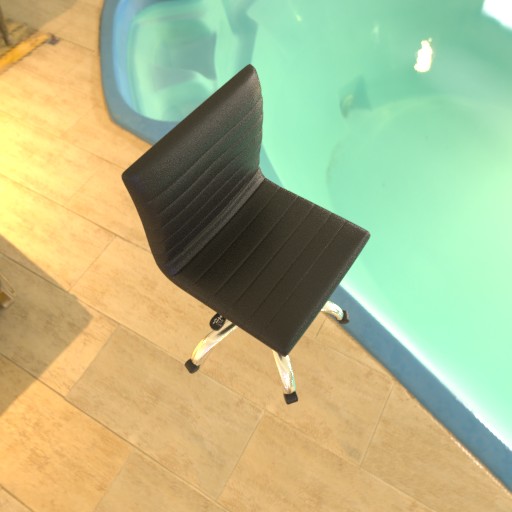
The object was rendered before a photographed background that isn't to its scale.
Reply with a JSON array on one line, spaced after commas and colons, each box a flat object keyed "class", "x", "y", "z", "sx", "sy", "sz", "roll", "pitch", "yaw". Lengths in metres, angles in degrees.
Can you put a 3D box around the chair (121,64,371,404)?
[{"class": "chair", "x": 0.000, "y": 0.000, "z": 1.145, "sx": 0.530, "sy": 0.780, "sz": 0.556, "roll": 32, "pitch": 64, "yaw": 18}]
